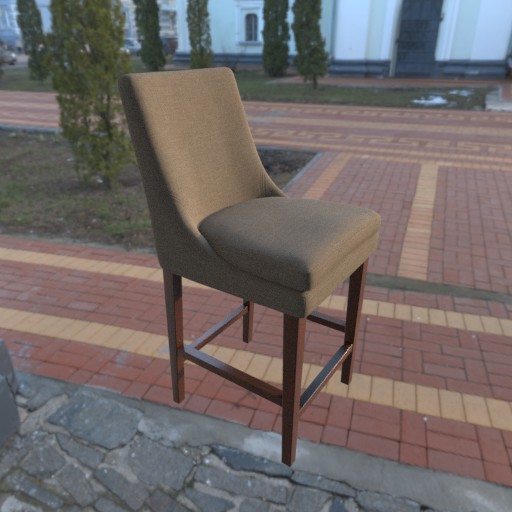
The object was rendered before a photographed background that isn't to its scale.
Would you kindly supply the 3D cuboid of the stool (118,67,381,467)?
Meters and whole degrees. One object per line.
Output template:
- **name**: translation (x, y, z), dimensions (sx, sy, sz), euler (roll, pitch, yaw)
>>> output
- **stool**: translation (0.000, 0.000, 1.285), dimensions (0.577, 0.981, 0.470), euler (17, 30, 30)
